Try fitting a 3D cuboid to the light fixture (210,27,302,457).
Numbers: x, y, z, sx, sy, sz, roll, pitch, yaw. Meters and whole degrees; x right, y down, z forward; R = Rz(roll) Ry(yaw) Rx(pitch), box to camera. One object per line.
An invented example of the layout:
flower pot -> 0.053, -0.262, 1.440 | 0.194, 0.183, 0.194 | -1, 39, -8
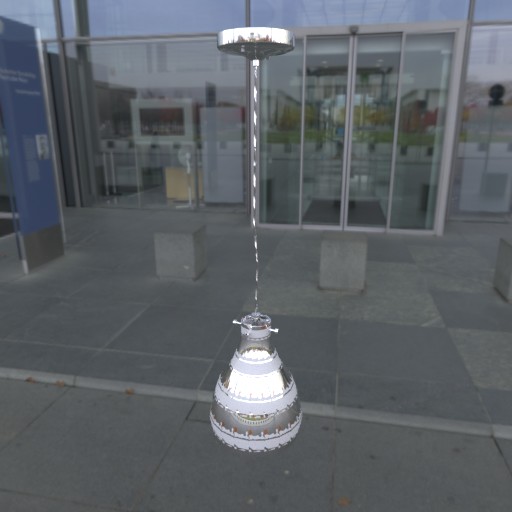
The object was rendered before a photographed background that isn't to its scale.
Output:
light fixture -> 0.000, 0.000, 1.613 | 0.374, 1.457, 0.374 | 8, 18, 25
